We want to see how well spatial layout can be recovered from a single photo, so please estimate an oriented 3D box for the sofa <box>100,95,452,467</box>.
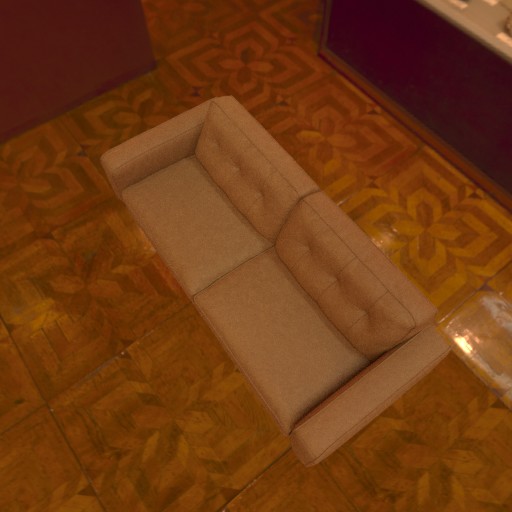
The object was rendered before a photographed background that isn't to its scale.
[{"bbox_3d":[0.000,0.000,2.755,0.953,0.780,2.270,-32,67,-16],"label":"sofa"}]
